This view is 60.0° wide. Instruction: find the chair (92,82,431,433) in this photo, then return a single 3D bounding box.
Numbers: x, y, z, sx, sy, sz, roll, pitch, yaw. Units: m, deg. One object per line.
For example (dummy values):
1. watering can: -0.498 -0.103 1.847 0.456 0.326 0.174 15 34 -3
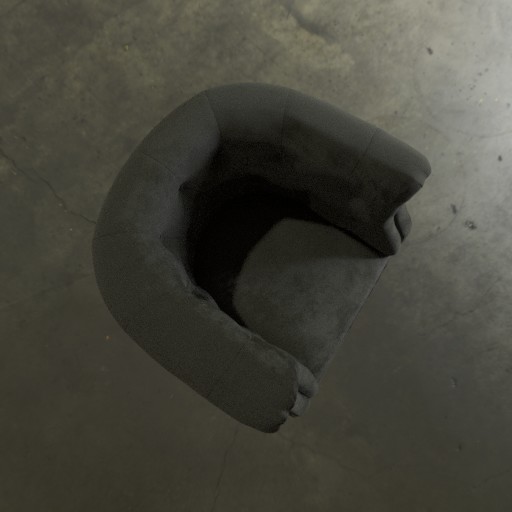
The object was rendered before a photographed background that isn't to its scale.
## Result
1. chair: 0.000 0.000 1.558 0.851 0.826 0.904 32 79 7
